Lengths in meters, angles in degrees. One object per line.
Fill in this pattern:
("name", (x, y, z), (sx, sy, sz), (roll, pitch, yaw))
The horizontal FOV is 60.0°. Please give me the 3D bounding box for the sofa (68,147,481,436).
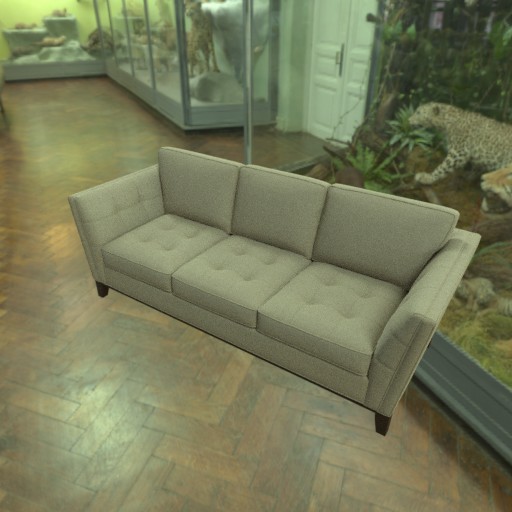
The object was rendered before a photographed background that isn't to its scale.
("sofa", (0.000, 0.000, 2.844), (2.388, 0.940, 0.965), (19, 35, 29))
